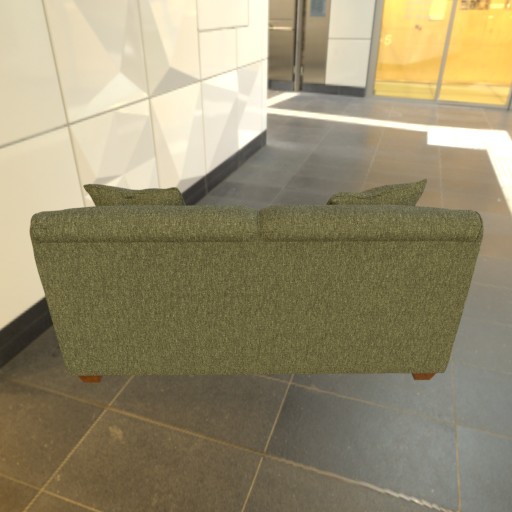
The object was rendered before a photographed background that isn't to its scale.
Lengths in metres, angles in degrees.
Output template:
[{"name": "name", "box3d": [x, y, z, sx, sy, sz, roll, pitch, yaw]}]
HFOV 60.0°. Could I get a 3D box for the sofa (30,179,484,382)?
[{"name": "sofa", "box3d": [0.000, 0.000, 2.371, 1.846, 0.958, 0.998, 0, 30, -1]}]
